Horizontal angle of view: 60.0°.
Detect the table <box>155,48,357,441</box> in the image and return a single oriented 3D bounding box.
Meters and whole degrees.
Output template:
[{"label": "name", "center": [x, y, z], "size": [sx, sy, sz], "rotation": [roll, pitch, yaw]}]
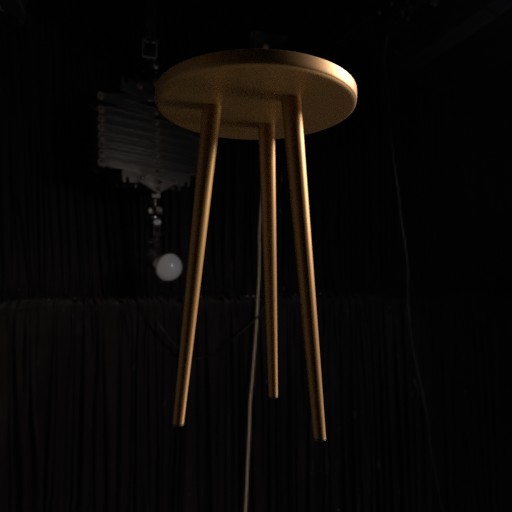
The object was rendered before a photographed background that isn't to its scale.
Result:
[{"label": "table", "center": [0.000, 0.000, 0.664], "size": [0.299, 0.480, 0.299], "rotation": [1, -2, -18]}]
